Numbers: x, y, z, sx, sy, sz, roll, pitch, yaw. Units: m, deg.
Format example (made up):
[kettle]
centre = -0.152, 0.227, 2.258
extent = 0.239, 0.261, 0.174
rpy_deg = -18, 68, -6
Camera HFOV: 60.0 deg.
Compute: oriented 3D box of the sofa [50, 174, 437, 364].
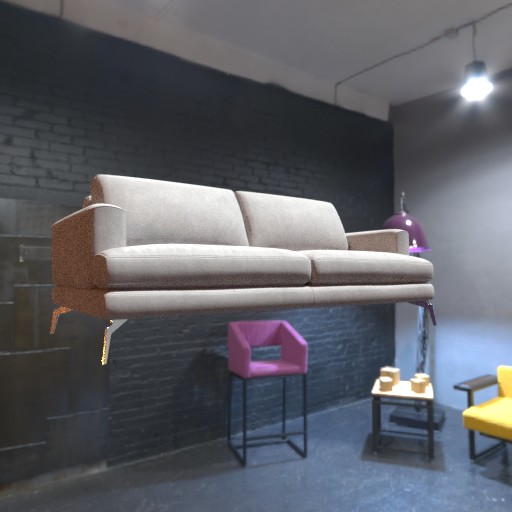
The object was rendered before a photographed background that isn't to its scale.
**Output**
[sofa]
centre = 0.000, 0.000, 2.527
extent = 2.013, 0.830, 0.980
rpy_deg = 1, -3, -35
